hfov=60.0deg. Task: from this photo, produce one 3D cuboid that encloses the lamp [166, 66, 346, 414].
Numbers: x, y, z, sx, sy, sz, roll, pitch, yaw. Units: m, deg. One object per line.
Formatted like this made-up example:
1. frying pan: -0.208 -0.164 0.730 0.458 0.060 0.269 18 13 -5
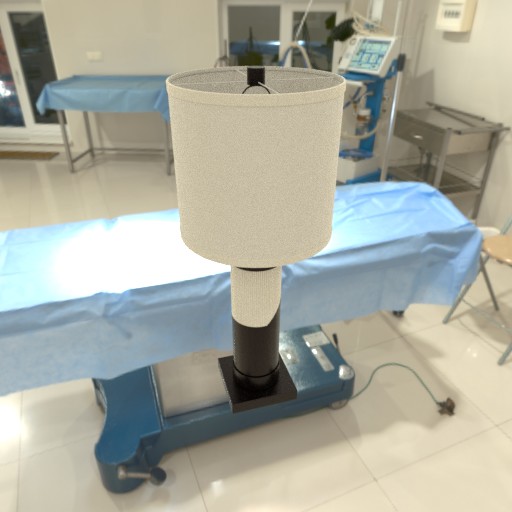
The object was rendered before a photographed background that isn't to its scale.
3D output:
1. lamp: 0.000 0.000 0.644 0.211 0.509 0.211 -8 31 -14
